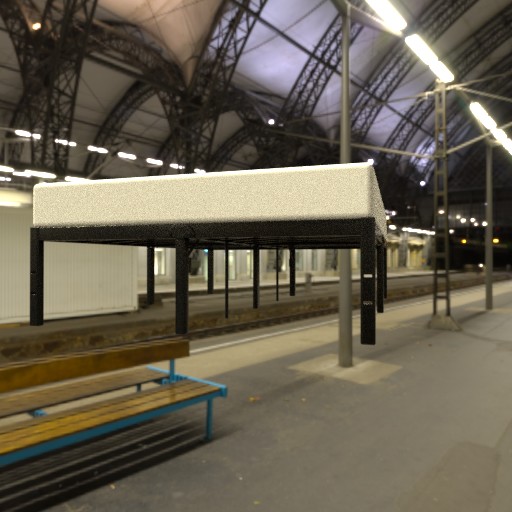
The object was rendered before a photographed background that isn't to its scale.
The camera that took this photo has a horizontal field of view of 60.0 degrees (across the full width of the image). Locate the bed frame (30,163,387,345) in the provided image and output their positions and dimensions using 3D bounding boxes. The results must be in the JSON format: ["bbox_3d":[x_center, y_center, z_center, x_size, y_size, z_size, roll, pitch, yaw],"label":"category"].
[{"bbox_3d":[0.000,0.000,2.794,1.557,0.659,2.072,0,-1,18],"label":"bed frame"}]
